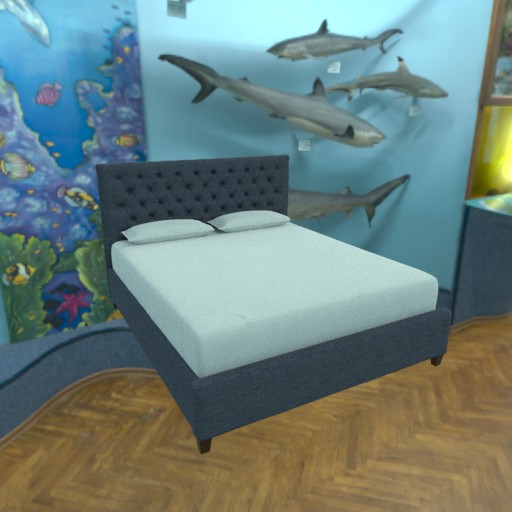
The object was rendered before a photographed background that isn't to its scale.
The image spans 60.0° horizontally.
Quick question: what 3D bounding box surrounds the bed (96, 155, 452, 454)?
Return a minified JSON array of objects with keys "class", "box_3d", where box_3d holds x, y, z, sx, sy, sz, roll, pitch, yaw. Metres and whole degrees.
[{"class":"bed","box_3d":[0.000,0.000,3.737,2.078,1.427,2.387,-9,20,-27]}]
